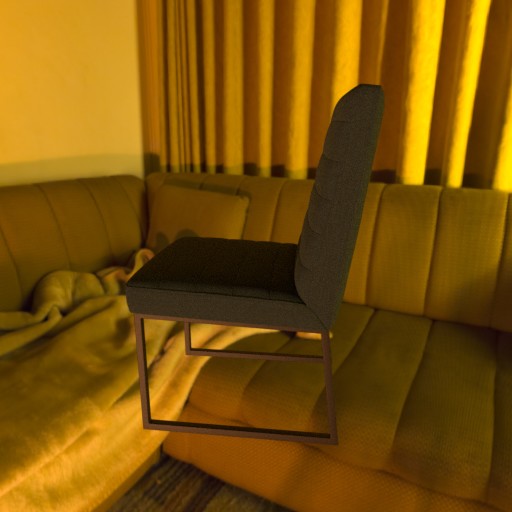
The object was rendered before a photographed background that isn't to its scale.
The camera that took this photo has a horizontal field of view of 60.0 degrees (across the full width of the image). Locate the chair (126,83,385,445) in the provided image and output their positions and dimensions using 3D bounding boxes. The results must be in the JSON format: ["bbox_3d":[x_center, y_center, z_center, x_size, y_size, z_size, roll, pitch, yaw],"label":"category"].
[{"bbox_3d":[0.000,0.000,1.336,0.634,0.930,0.520,2,16,7],"label":"chair"}]
